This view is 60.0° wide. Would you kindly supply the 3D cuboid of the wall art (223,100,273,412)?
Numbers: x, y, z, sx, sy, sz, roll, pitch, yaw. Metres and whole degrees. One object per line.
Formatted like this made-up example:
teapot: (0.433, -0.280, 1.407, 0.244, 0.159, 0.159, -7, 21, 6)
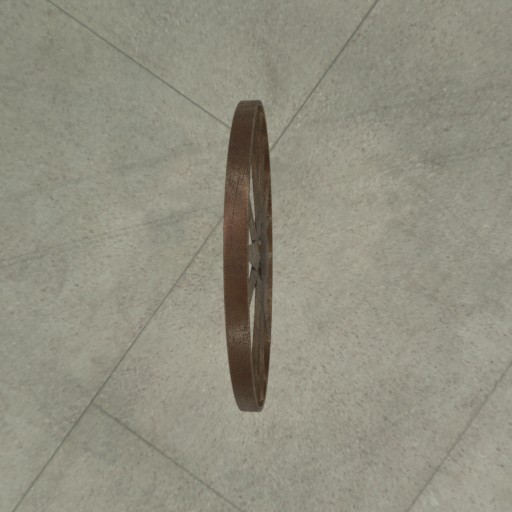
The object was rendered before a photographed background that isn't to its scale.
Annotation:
wall art: (0.000, 0.000, 0.877, 0.084, 0.583, 0.582, 0, 89, 0)
